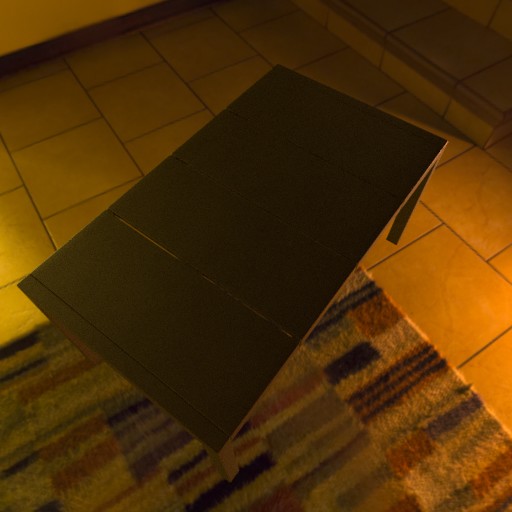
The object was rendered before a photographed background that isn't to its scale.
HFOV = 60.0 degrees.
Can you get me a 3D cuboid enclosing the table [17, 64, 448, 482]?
[{"bbox_3d":[0.000,0.000,1.255,0.559,0.460,0.965,32,63,19],"label":"table"}]
